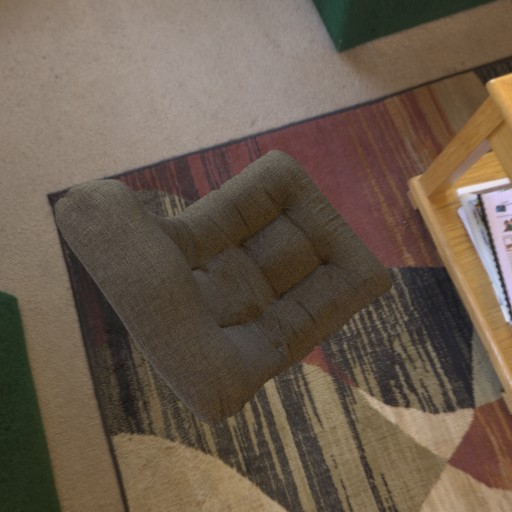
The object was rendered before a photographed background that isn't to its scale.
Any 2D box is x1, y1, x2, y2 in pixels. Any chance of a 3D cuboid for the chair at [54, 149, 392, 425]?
[{"bbox_3d":[0.000,0.000,1.210,0.668,0.749,0.597,-36,78,-9],"label":"chair"}]
